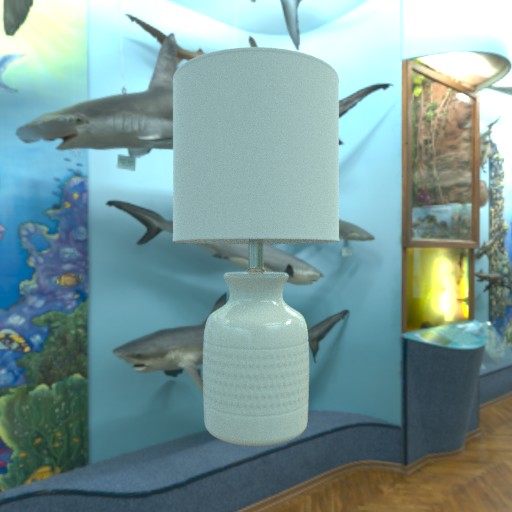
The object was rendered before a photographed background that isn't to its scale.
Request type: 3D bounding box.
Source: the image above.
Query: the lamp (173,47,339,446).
[{"bbox_3d":[0.000,0.000,0.509,0.188,0.392,0.188,0,0,-36],"label":"lamp"}]
